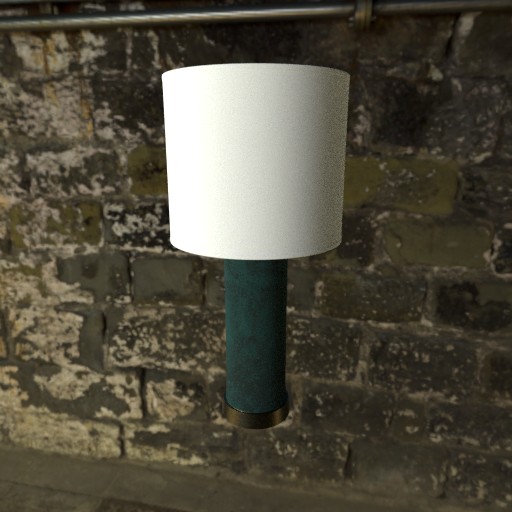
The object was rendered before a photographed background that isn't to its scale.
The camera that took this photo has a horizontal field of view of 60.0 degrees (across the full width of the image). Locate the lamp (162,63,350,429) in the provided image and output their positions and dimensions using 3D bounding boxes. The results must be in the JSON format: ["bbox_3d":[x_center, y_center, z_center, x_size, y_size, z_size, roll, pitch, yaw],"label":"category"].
[{"bbox_3d":[0.000,0.000,0.802,0.301,0.630,0.301,7,17,24],"label":"lamp"}]
